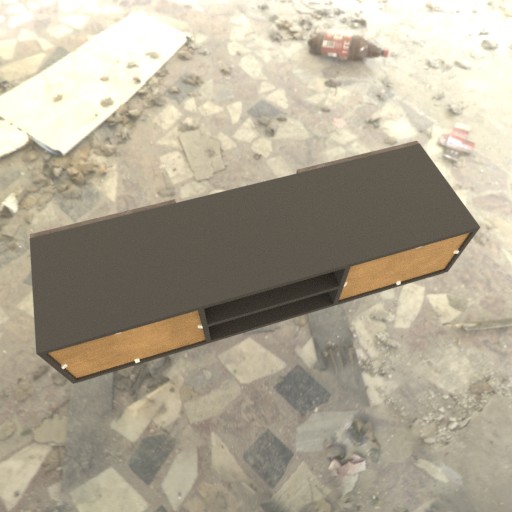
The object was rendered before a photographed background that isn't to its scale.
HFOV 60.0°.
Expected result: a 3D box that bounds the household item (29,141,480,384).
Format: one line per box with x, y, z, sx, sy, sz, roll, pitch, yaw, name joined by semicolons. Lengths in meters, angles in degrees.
0.000;0.000;1.566;1.400;0.310;0.420;-15;59;-9;household item
